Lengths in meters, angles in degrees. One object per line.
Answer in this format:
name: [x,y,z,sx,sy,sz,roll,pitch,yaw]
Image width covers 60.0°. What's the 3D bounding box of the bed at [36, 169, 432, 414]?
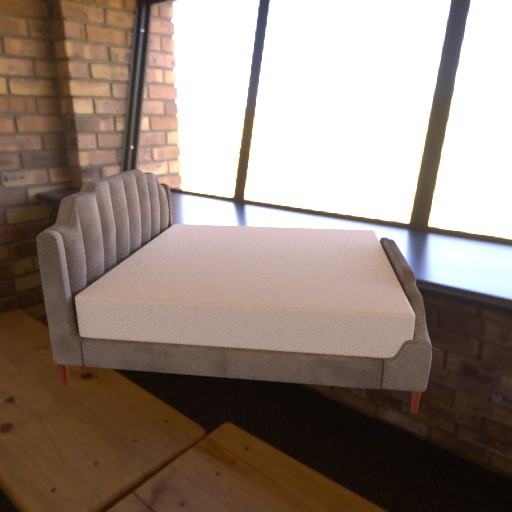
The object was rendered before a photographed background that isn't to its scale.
bed: [0.000,0.000,3.535,2.340,1.245,2.074,2,17,8]
